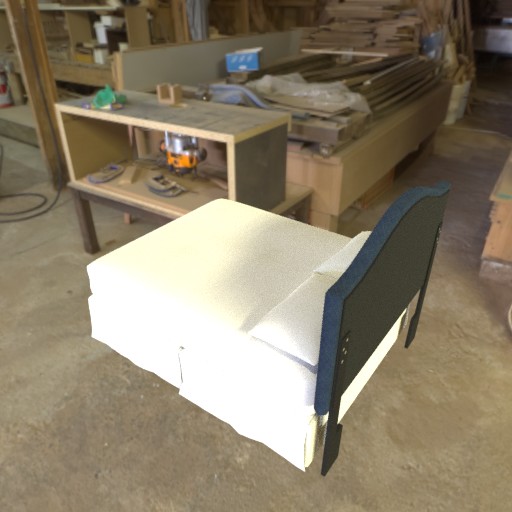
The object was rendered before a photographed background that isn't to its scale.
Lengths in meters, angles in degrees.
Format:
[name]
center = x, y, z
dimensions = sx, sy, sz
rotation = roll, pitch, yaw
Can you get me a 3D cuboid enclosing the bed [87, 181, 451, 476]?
[bed]
center = 0.000, 0.000, 3.291
dimensions = 2.153, 1.518, 1.713
rotation = 21, 37, 31
